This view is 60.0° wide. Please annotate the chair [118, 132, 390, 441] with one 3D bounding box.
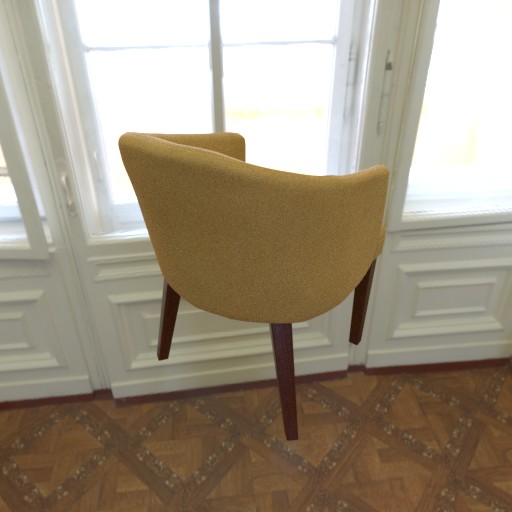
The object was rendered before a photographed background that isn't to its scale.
[{"bbox_3d":[0.000,0.000,1.279,0.583,0.811,0.655,22,38,31],"label":"chair"}]
